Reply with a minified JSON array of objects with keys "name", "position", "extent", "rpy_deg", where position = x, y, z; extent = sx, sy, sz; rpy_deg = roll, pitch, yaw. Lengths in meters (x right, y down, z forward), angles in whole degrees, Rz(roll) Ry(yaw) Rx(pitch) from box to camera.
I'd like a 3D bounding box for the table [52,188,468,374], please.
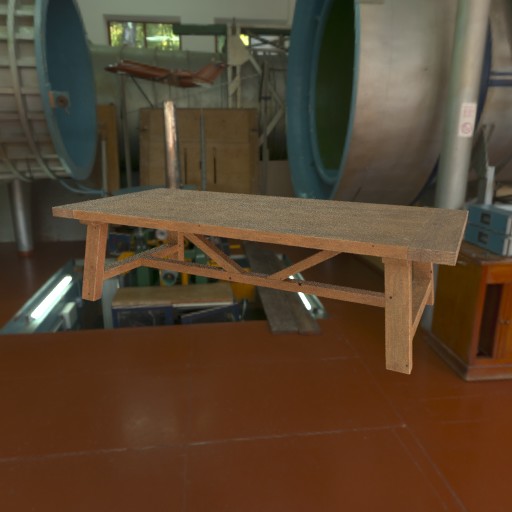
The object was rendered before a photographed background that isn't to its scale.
[{"name":"table","position":[0.000,0.000,2.167],"extent":[1.800,0.465,0.820],"rpy_deg":[8,18,26]}]
